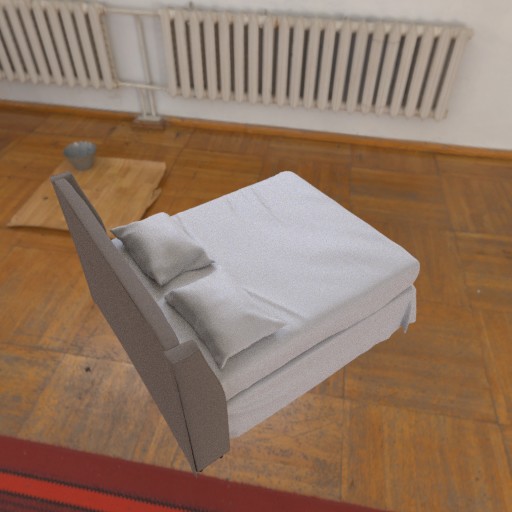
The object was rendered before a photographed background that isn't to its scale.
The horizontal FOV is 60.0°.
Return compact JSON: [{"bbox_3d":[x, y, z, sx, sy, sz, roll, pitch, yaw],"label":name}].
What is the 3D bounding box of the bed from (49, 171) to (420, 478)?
[{"bbox_3d":[0.000,0.000,3.468,2.276,1.332,1.925,-25,48,-25],"label":"bed"}]
